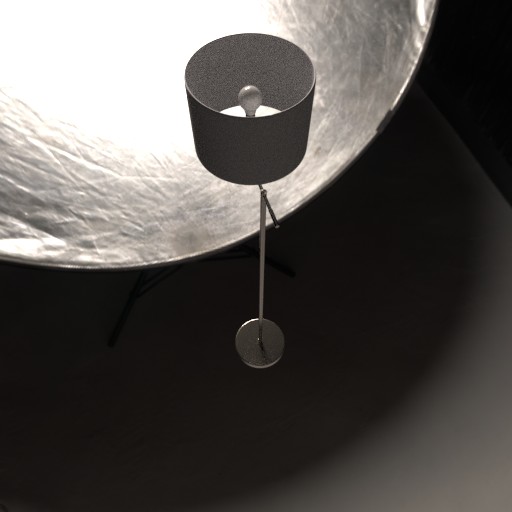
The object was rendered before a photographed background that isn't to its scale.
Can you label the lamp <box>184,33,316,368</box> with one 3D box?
[{"bbox_3d":[0.000,0.000,1.745,0.324,1.600,0.416,-16,60,-9],"label":"lamp"}]
